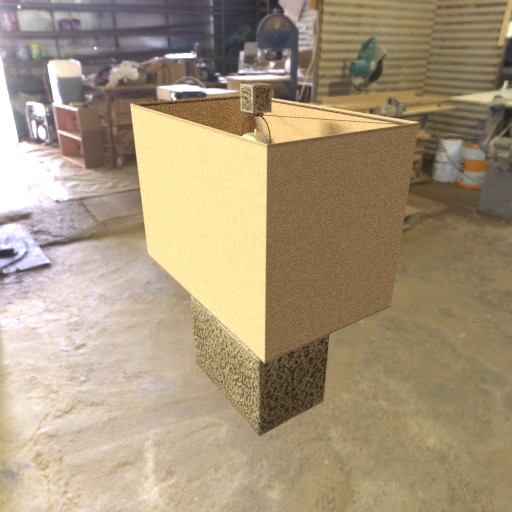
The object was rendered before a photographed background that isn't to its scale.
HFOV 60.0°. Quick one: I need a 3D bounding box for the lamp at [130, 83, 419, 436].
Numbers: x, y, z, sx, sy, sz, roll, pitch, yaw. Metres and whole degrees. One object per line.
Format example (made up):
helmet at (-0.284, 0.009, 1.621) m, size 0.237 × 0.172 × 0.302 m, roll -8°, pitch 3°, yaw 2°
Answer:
lamp at (0.000, 0.000, 0.567) m, size 0.180 × 0.411 × 0.294 m, roll -17°, pitch 30°, yaw -30°
